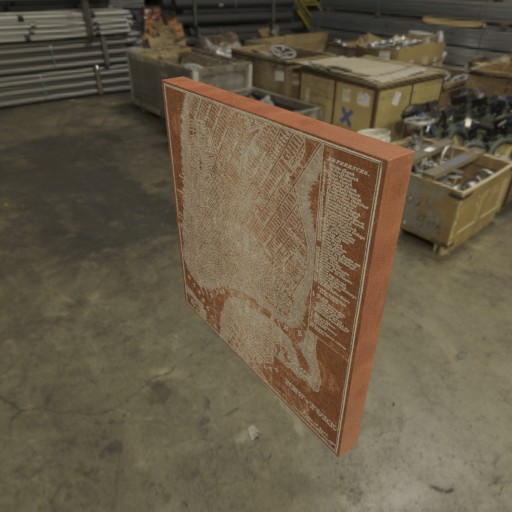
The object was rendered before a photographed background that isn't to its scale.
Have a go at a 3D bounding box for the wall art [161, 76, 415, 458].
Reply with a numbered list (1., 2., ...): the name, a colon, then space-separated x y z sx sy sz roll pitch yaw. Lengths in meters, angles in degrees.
1. wall art: 0.000 0.000 0.611 0.035 0.403 0.403 -22 39 -30
